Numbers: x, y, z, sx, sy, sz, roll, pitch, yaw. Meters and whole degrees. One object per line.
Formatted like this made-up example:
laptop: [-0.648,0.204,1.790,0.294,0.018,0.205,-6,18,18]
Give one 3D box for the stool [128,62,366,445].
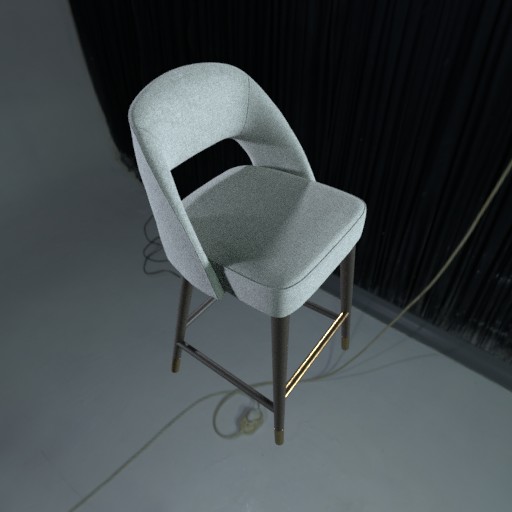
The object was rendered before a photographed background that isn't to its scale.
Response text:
stool: [0.000,0.000,1.265,0.509,0.940,0.494,25,47,26]
